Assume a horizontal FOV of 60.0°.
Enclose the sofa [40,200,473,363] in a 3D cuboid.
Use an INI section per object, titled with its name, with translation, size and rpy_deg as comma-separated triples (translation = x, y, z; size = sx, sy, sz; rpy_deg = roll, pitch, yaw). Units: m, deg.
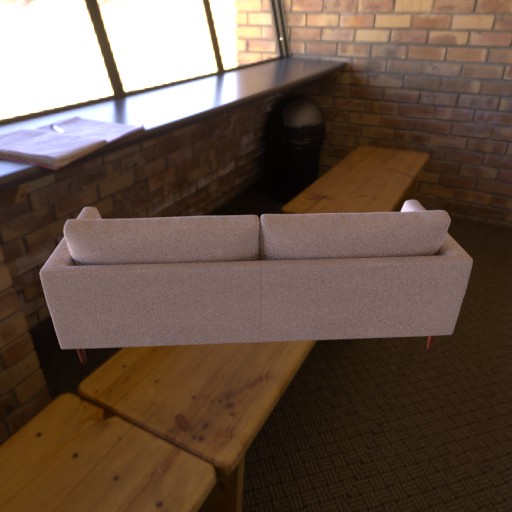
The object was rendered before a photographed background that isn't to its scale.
[sofa]
translation = 0.000, 0.000, 2.804
size = 2.250, 0.868, 1.020
rpy_deg = -2, 30, -3
